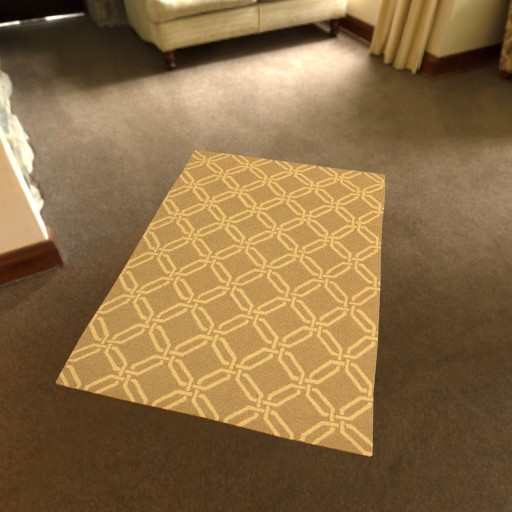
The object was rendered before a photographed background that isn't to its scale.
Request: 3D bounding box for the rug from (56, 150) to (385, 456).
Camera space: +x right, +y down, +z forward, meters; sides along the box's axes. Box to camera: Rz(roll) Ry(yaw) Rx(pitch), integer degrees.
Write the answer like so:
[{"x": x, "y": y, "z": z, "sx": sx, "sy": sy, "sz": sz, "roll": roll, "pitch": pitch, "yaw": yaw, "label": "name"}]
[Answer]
[{"x": 0.000, "y": 0.000, "z": 2.745, "sx": 1.524, "sy": 0.013, "sz": 2.135, "roll": 9, "pitch": 46, "yaw": 9, "label": "rug"}]
